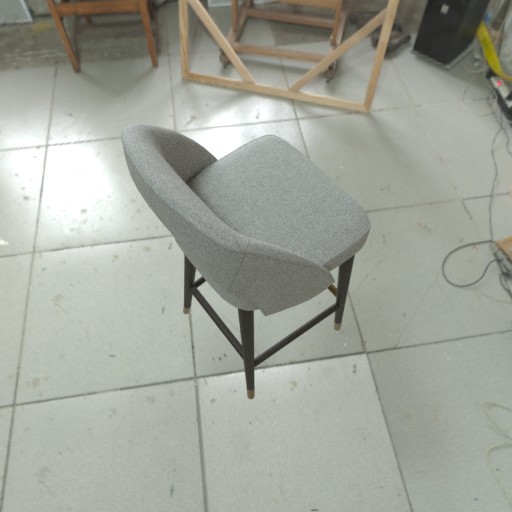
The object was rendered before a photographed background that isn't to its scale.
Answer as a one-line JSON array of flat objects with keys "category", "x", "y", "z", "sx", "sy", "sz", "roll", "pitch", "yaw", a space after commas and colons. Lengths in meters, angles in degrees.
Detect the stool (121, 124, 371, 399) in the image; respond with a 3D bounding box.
[{"category": "stool", "x": 0.000, "y": 0.000, "z": 1.324, "sx": 0.509, "sy": 1.037, "sz": 0.494, "roll": -34, "pitch": 65, "yaw": -19}]
